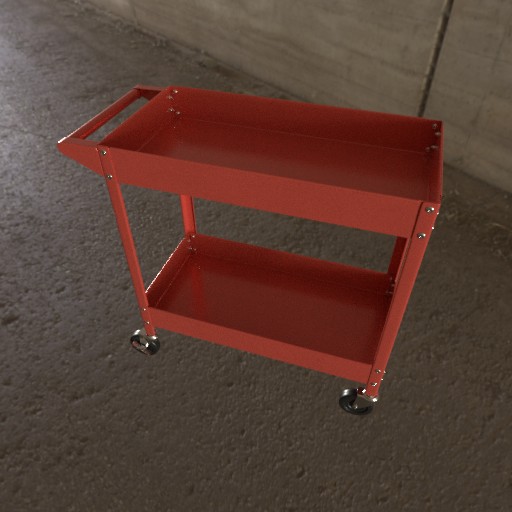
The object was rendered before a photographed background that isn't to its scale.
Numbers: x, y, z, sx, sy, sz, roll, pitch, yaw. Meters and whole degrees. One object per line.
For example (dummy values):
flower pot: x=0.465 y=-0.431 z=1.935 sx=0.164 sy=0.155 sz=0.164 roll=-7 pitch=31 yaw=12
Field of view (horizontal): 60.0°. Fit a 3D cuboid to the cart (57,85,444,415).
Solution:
cart: x=0.000 y=0.000 z=1.183 sx=0.779 sy=0.719 sz=0.366 roll=12 pitch=43 yaw=13
